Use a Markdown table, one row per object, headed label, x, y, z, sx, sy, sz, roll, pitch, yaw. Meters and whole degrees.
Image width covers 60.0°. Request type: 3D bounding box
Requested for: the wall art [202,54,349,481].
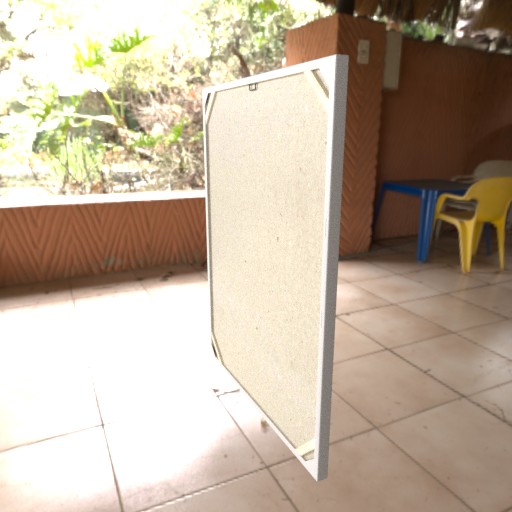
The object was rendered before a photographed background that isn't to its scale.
| label | x | y | z | sx | sy | sz | roll | pitch | yaw |
| --- | --- | --- | --- | --- | --- | --- | --- | --- | --- |
| wall art | 0.000 | 0.000 | 1.602 | 0.038 | 1.212 | 0.914 | -8 | 17 | -26 |
